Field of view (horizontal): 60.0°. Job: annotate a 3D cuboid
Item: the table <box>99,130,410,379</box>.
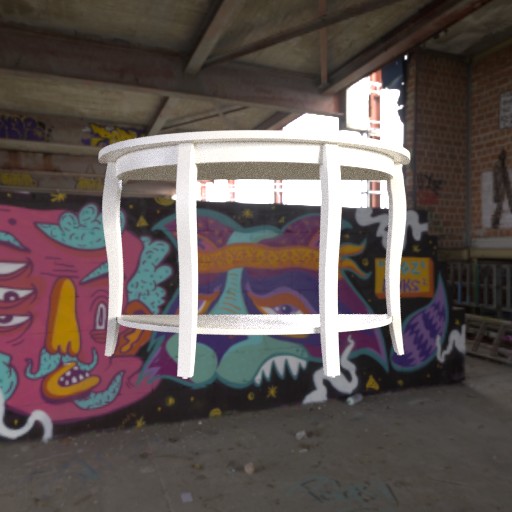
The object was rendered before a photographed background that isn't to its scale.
[{"bbox_3d":[0.000,0.000,1.571,1.219,0.780,0.394,0,0,-1],"label":"table"}]
